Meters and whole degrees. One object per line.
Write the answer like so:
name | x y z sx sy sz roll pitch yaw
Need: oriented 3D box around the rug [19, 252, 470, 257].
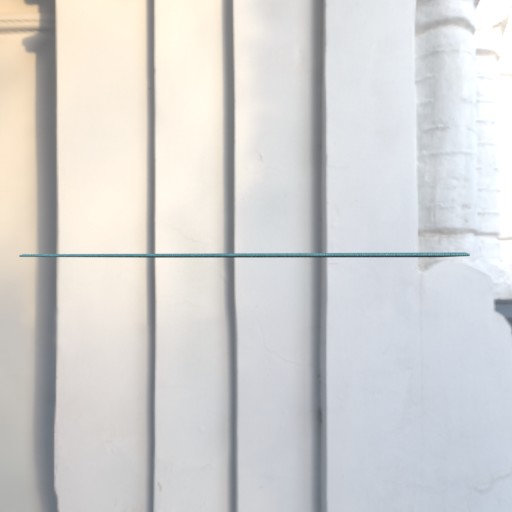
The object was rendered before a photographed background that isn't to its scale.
rug | 0.000 0.000 3.426 2.769 0.018 1.830 0 0 18
